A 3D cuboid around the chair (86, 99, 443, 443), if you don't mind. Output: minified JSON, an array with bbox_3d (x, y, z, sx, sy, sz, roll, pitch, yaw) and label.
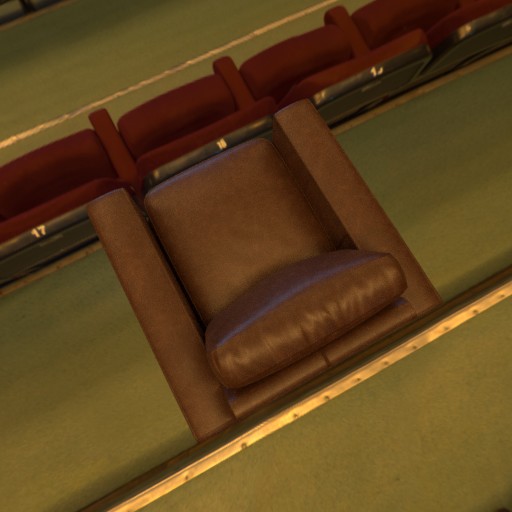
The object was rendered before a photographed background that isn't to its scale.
[{"bbox_3d":[0.000,0.000,1.767,1.005,0.873,1.016,-28,76,-7],"label":"chair"}]
